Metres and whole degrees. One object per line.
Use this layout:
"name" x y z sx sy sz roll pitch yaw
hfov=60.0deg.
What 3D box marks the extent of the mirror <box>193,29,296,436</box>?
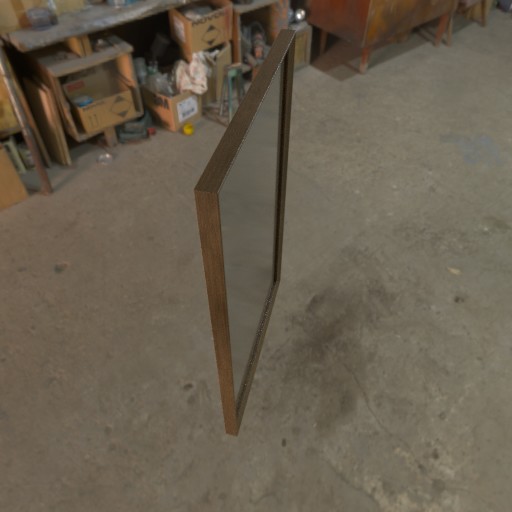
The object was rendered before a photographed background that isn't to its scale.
"mirror" 0.000 0.000 1.167 0.041 0.915 0.609 10 48 9
